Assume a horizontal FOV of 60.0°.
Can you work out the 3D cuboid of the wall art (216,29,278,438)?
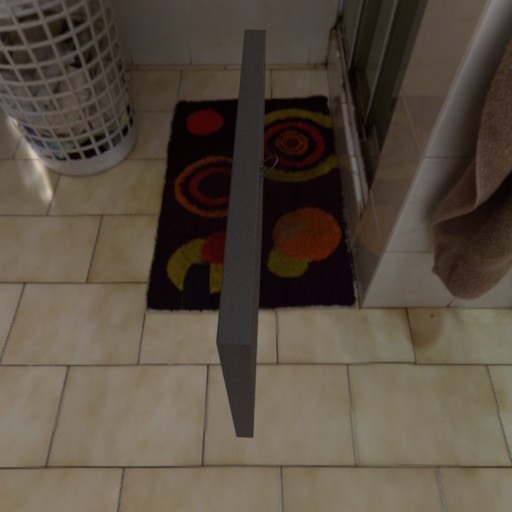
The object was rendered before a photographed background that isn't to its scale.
[{"bbox_3d":[0.000,0.000,0.528,0.038,0.349,0.349,2,58,1],"label":"wall art"}]
